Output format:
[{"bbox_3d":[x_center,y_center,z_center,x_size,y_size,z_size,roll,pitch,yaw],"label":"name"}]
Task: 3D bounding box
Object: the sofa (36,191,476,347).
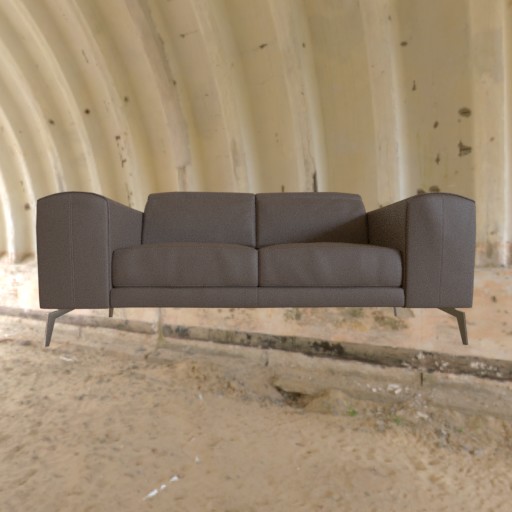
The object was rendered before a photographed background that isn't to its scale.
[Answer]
[{"bbox_3d":[0.000,0.000,2.358,1.895,0.779,1.003,0,0,-1],"label":"sofa"}]
